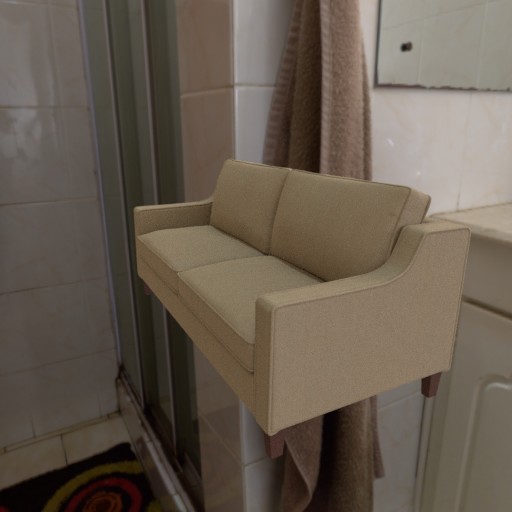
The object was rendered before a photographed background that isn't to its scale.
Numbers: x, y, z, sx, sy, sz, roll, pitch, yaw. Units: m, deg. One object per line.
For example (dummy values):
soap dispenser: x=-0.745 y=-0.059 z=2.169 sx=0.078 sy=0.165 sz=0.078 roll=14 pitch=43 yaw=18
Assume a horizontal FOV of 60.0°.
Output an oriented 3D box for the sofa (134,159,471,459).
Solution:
sofa: x=0.000 y=0.000 z=2.783 sx=1.066 sy=1.071 sz=2.178 roll=-9 pitch=19 yaw=-26
